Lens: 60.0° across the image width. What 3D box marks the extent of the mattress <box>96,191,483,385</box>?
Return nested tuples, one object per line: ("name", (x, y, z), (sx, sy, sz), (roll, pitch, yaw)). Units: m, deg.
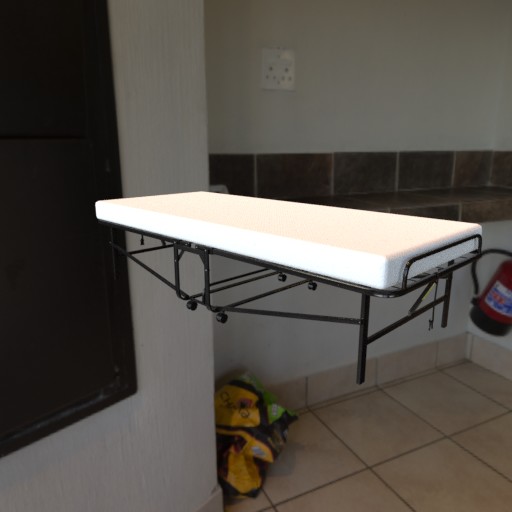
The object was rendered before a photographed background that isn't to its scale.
("mattress", (0.000, 0.000, 2.515), (0.922, 0.519, 2.153), (-14, 20, -43))
